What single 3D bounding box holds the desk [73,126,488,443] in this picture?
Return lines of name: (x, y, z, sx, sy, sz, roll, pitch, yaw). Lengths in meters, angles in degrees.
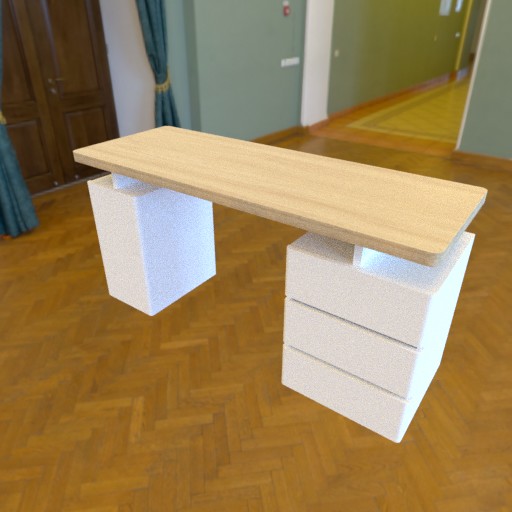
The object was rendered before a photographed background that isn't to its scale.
desk: (0.000, 0.000, 1.834, 1.500, 0.755, 0.550, 20, 35, 31)
